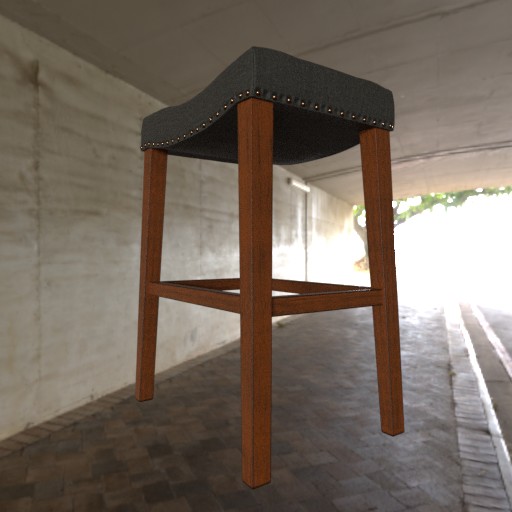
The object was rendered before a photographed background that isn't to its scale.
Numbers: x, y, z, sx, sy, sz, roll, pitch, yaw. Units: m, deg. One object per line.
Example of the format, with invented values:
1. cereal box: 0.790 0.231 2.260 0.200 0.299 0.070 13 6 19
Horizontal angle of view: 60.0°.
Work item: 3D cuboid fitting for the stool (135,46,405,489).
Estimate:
1. stool: 0.000 0.000 0.851 0.320 0.612 0.439 0 1 -35
